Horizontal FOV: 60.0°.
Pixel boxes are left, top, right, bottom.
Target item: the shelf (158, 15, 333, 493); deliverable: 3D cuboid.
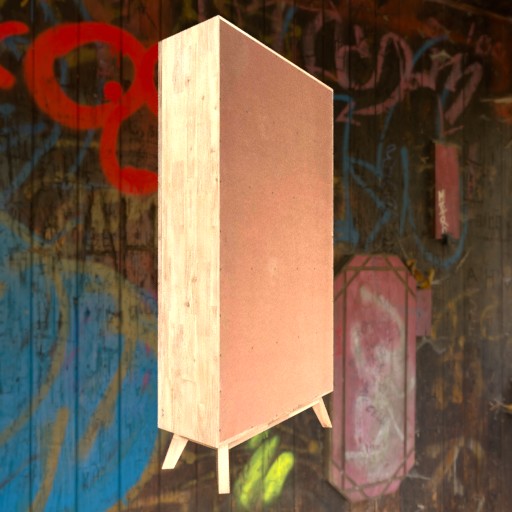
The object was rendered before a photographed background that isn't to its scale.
[{"bbox_3d":[0.000,0.000,1.735,0.308,1.471,0.748,0,-1,37],"label":"shelf"}]
